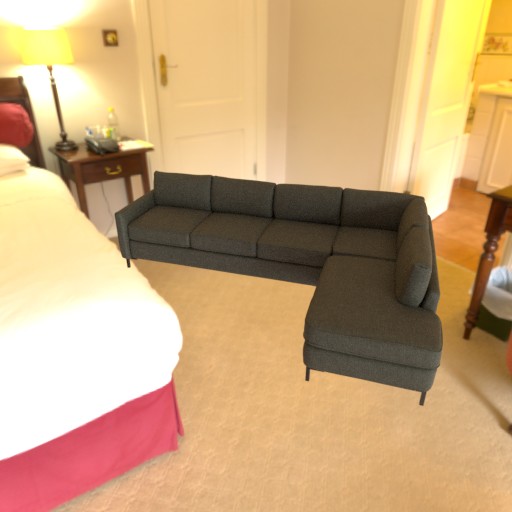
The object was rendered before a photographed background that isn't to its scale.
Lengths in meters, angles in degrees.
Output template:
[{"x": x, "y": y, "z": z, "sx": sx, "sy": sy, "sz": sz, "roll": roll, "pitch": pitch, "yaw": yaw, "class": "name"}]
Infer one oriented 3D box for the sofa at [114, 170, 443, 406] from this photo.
[{"x": 0.000, "y": 0.000, "z": 3.881, "sx": 2.972, "sy": 0.858, "sz": 1.984, "roll": 8, "pitch": 28, "yaw": 15, "class": "sofa"}]
